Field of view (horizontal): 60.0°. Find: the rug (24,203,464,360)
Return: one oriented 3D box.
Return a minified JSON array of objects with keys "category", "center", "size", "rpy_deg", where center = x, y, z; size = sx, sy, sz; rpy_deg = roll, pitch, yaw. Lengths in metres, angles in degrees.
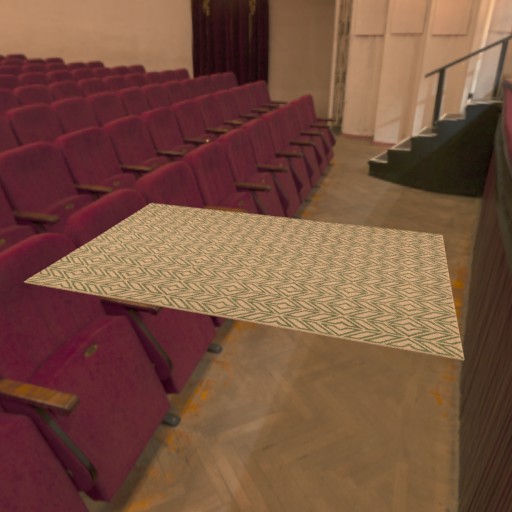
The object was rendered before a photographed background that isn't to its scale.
[{"category":"rug","center":[0.000,0.000,2.972],"size":[2.435,0.011,1.517],"rpy_deg":[8,27,16]}]
